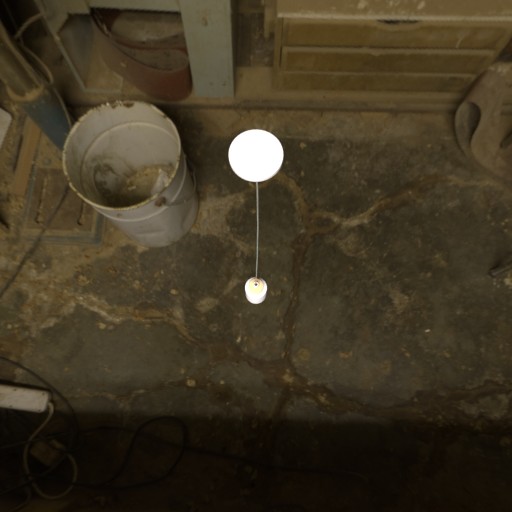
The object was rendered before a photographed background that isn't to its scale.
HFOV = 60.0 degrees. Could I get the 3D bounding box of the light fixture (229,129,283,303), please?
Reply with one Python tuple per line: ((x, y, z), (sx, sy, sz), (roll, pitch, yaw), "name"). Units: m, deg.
((0.000, 0.000, 1.877), (0.125, 1.798, 0.125), (3, 75, 1), "light fixture")
